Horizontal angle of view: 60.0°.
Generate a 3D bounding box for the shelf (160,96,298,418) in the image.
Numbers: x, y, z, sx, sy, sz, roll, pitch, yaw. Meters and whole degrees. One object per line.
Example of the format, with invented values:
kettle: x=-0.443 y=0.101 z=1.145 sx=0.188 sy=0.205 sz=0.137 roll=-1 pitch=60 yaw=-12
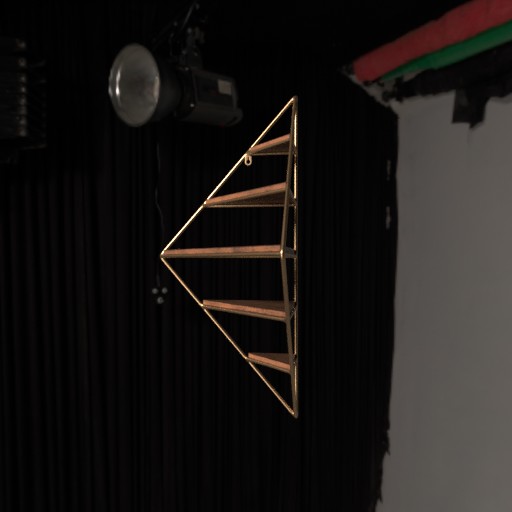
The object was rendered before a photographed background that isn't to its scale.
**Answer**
shelf: x=0.000 y=0.000 z=1.174 sx=0.294 sy=0.913 sz=0.564 roll=0 pitch=-1 yaw=-37
